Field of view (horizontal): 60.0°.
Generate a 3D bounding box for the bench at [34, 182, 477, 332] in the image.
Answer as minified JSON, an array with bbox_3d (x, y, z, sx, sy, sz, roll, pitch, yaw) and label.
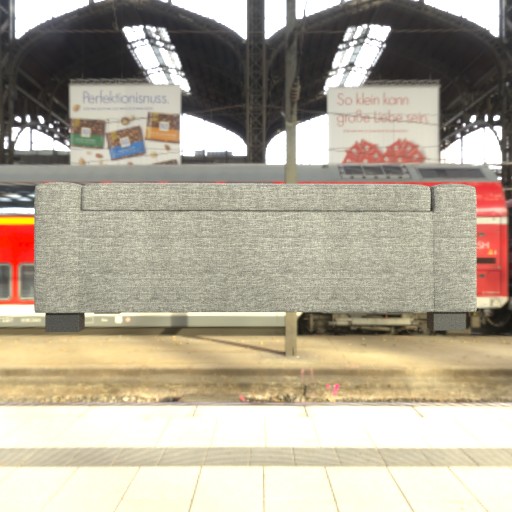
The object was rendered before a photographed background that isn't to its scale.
[{"bbox_3d":[0.000,0.000,1.536,1.296,0.445,0.508,0,0,-1],"label":"bench"}]
